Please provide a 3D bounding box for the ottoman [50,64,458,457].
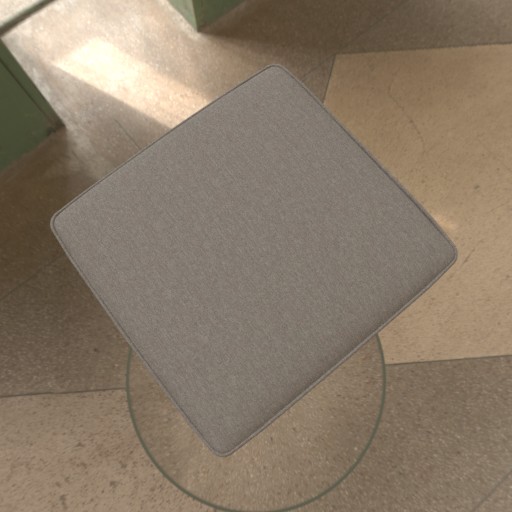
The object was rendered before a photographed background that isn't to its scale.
[{"bbox_3d":[0.000,0.000,1.414,0.871,0.612,0.808,-38,79,-9],"label":"ottoman"}]
